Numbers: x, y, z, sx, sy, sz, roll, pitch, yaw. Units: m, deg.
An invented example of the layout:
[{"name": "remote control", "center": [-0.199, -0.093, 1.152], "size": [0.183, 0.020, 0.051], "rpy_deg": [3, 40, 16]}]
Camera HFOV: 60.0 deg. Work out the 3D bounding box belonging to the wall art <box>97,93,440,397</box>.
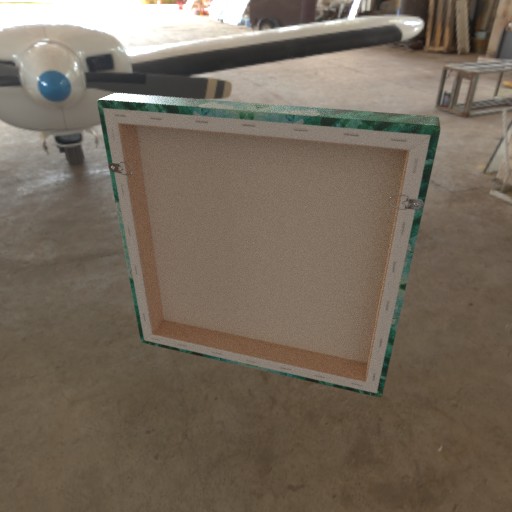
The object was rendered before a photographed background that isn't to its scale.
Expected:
[{"name": "wall art", "center": [0.000, 0.000, 0.480], "size": [0.313, 0.313, 0.033], "rpy_deg": [9, 33, 15]}]
